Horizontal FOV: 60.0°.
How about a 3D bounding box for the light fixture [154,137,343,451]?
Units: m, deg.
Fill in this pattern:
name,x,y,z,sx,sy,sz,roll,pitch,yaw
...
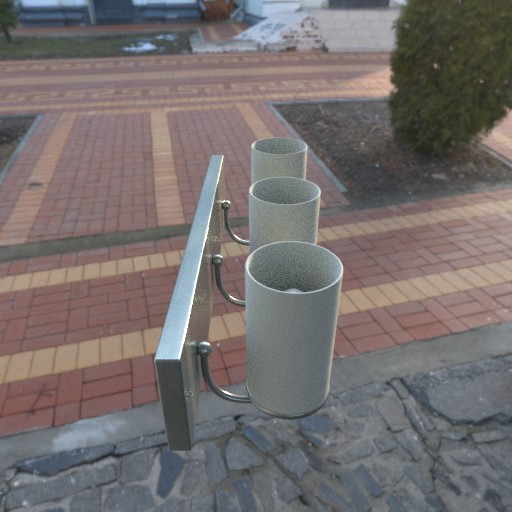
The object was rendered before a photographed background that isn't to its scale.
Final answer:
name,x,y,z,sx,sy,sz,roll,pitch,yaw
light fixture,0.000,0.000,0.536,0.145,0.172,0.451,0,32,0
